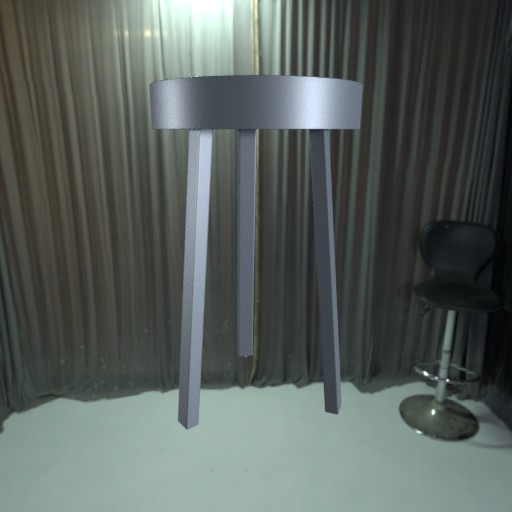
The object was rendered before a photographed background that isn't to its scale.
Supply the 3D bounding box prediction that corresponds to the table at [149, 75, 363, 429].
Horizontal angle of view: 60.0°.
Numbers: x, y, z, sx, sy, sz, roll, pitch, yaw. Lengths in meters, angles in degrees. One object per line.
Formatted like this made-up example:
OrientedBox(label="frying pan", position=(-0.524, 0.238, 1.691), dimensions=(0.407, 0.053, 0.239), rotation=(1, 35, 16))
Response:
OrientedBox(label="table", position=(0.000, 0.000, 0.961), dimensions=(0.406, 0.686, 0.406), rotation=(-2, 16, -8))
